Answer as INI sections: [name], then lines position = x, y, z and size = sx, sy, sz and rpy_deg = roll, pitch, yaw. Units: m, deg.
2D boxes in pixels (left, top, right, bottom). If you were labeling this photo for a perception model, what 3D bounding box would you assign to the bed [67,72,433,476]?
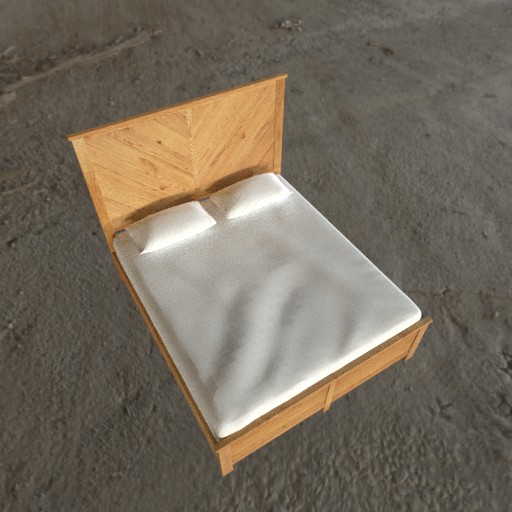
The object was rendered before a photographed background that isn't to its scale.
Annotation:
[bed]
position = 0.000, 0.000, 3.601
size = 1.936, 1.686, 2.201
rpy_deg = -24, 52, -20
